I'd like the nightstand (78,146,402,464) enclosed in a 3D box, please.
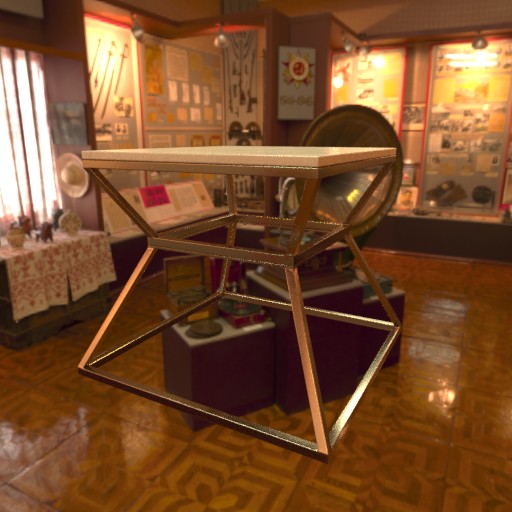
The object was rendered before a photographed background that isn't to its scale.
[{"bbox_3d":[0.000,0.000,0.911,0.514,0.426,0.513,8,17,28],"label":"nightstand"}]
